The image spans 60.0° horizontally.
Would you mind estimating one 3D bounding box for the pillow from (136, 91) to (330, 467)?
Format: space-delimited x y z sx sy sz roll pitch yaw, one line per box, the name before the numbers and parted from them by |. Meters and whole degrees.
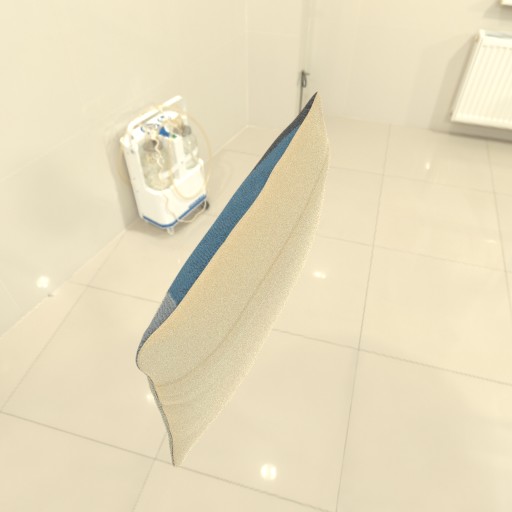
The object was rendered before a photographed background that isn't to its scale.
pillow | 0.000 0.000 0.721 0.148 0.307 0.604 17 49 15
